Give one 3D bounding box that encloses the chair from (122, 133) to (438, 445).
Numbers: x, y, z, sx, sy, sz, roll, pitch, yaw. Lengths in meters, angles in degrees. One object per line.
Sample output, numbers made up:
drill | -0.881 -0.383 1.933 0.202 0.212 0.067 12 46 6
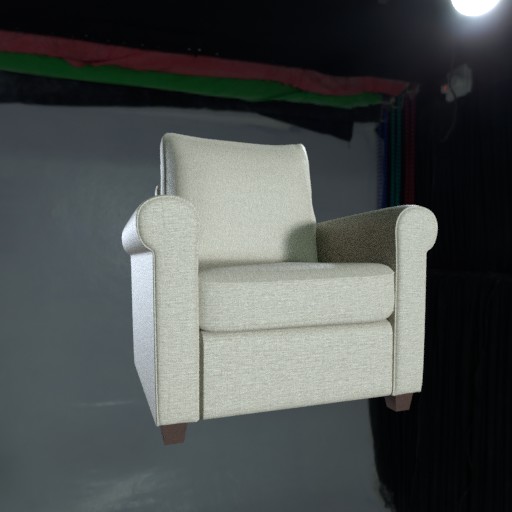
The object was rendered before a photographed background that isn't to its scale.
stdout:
chair | 0.000 0.000 2.249 1.275 1.349 1.180 0 1 -20
